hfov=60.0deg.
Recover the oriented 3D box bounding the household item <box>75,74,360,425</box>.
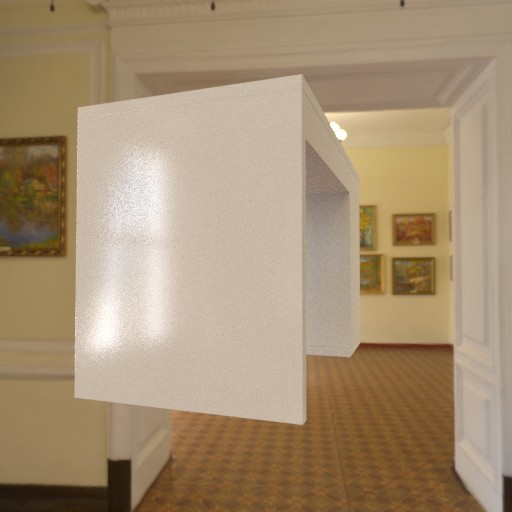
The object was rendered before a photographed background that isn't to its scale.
[{"bbox_3d":[0.000,0.000,1.561,0.597,0.749,1.100,-1,-2,19],"label":"household item"}]
